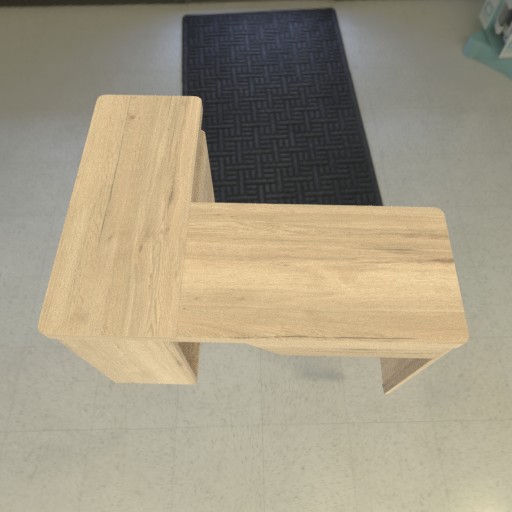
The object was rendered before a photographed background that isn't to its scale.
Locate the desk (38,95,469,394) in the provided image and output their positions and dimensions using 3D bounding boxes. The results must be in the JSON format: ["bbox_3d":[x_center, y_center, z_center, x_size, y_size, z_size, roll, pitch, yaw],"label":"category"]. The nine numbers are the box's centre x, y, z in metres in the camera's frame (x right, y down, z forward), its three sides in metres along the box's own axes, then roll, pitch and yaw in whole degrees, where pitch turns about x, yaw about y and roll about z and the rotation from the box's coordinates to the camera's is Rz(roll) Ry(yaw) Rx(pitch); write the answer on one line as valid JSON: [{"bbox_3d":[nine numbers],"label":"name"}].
[{"bbox_3d":[0.000,0.000,1.734,1.169,0.760,0.900,1,63,1],"label":"desk"}]
